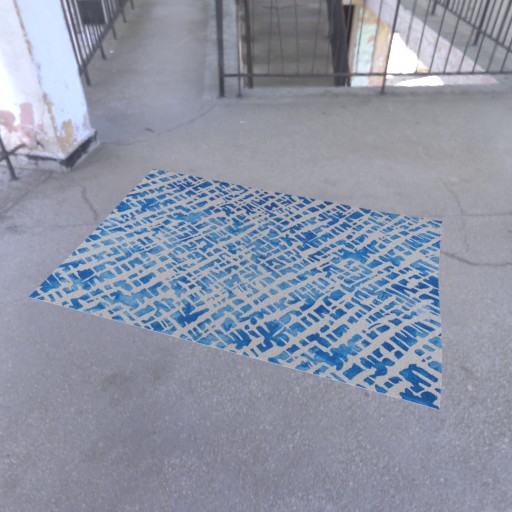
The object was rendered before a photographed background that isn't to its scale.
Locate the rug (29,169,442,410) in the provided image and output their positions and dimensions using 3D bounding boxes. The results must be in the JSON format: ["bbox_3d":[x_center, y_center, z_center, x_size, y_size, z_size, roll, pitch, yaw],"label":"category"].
[{"bbox_3d":[0.000,0.000,2.275,1.830,0.011,1.209,12,43,14],"label":"rug"}]
